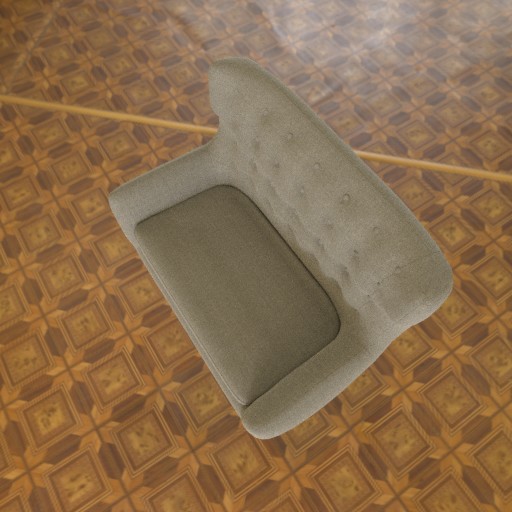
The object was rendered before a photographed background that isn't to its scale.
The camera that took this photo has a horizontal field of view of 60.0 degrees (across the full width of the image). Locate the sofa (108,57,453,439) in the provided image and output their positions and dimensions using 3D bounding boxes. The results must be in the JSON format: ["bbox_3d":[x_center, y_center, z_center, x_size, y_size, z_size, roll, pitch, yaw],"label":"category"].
[{"bbox_3d":[0.000,0.000,2.032,0.884,1.028,1.386,-31,67,-15],"label":"sofa"}]
